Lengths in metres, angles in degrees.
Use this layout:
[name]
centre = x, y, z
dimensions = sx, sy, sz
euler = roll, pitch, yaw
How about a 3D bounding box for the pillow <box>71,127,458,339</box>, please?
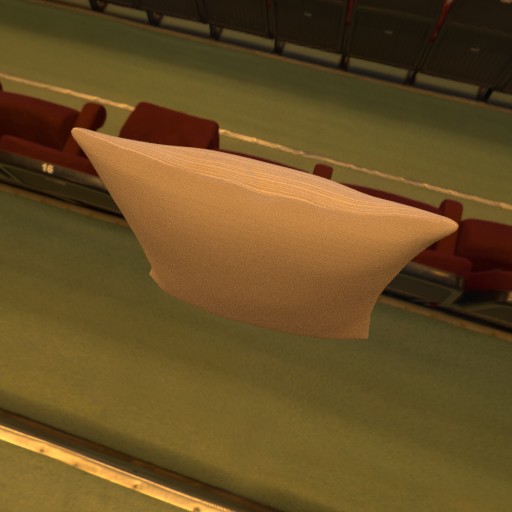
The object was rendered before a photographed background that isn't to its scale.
[pillow]
centre = 0.000, 0.000, 0.779
dimensions = 0.512, 0.497, 0.204
euler = 16, 66, 7
